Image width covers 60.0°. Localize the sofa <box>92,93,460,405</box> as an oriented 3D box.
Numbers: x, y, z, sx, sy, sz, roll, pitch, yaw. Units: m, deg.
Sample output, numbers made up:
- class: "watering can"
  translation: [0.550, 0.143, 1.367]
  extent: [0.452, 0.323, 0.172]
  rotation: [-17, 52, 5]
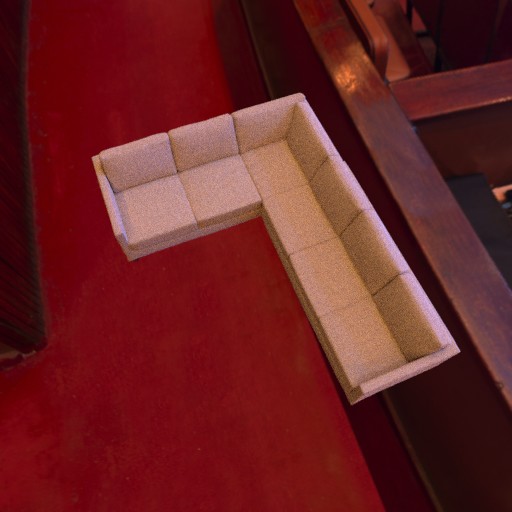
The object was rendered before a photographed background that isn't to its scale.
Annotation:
- class: "sofa"
  translation: [0.000, 0.000, 4.369]
  extent: [2.432, 0.863, 3.182]
  rotation: [-20, 66, -9]
